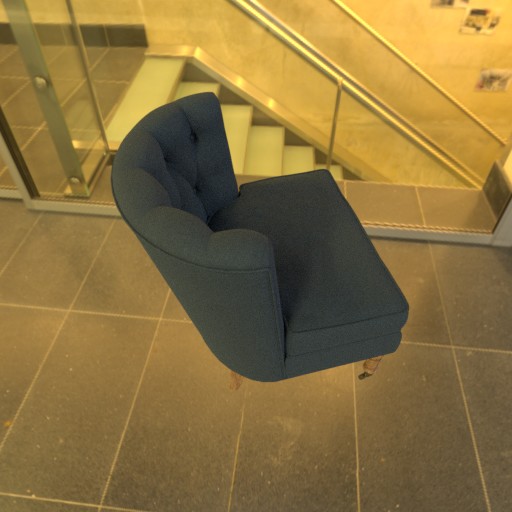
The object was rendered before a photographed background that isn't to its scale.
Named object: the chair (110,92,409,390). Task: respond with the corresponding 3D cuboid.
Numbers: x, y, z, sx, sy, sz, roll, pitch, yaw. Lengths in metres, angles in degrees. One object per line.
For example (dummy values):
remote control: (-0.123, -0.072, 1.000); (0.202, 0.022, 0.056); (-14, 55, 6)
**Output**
chair: (0.000, 0.000, 1.373); (0.718, 0.771, 0.740); (-10, 47, -9)
